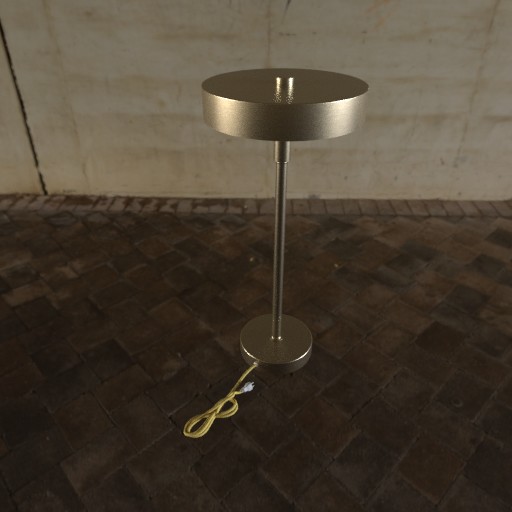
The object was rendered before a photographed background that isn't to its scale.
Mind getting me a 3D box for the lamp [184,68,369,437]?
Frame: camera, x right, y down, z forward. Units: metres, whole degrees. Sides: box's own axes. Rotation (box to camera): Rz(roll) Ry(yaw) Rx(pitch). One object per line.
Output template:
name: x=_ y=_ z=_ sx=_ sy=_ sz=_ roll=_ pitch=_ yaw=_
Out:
lamp: x=0.000 y=0.000 z=0.694 sx=0.229 sy=0.508 sz=0.369 roll=20 pitch=38 yaw=28
